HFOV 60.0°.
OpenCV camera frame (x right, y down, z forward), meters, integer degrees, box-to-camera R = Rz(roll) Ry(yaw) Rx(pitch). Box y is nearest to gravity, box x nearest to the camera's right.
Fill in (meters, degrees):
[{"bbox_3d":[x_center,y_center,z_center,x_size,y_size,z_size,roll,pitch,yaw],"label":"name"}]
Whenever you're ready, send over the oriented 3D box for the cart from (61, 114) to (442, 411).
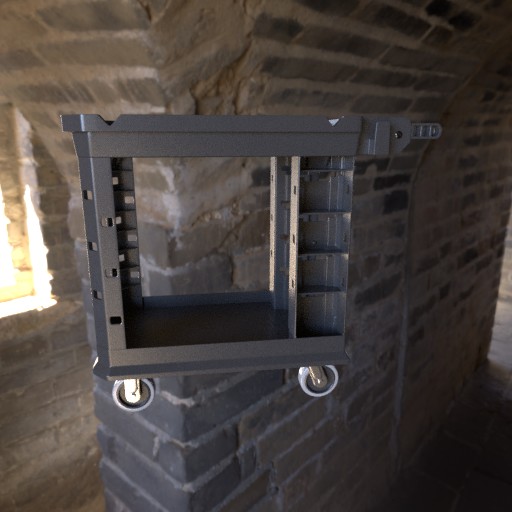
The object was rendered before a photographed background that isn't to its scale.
[{"bbox_3d":[0.000,0.000,1.496,1.061,0.884,0.497,-2,15,-8],"label":"cart"}]
